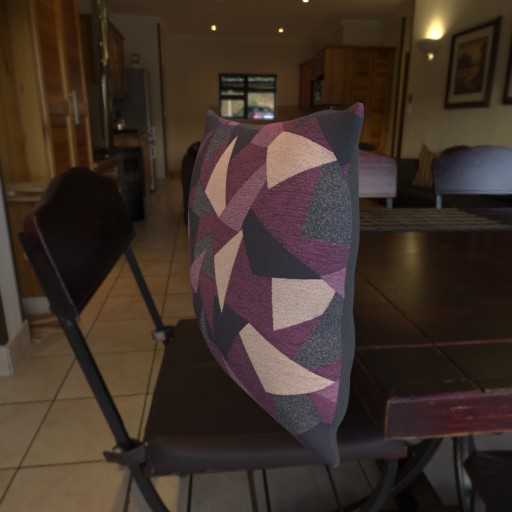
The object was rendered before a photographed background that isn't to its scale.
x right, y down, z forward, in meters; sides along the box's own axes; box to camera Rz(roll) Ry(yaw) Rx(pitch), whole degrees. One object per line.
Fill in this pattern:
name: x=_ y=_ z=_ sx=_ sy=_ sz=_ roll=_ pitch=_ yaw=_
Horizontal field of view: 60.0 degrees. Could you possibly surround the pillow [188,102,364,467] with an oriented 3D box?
pillow: x=0.000 y=0.000 z=0.766 sx=0.208 sy=0.496 sz=0.503 roll=-8 pitch=18 yaw=-25
